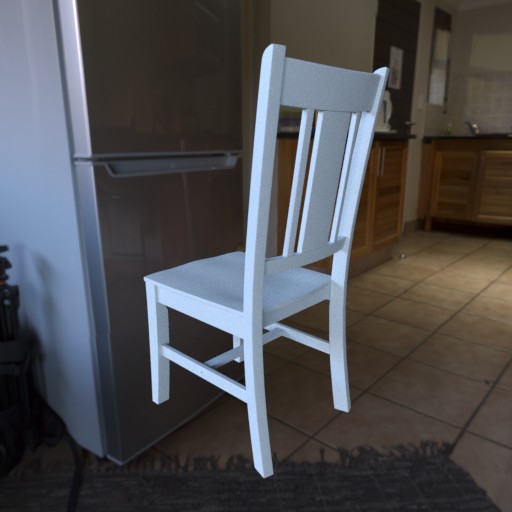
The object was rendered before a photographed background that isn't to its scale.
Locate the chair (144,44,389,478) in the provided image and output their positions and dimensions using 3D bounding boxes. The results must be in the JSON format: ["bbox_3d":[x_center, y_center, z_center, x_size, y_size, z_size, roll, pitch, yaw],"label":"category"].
[{"bbox_3d":[0.000,0.000,1.270,0.555,0.998,0.450,14,21,41],"label":"chair"}]
